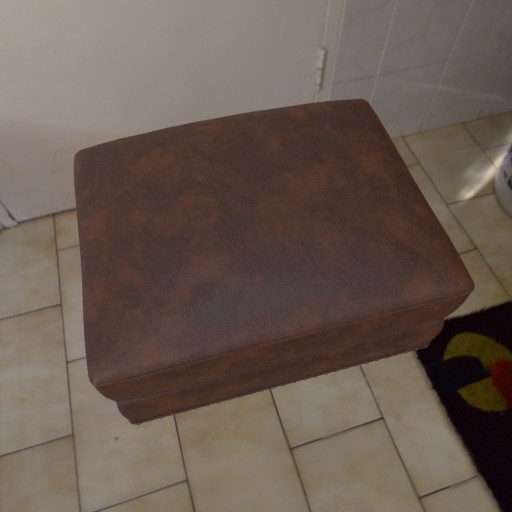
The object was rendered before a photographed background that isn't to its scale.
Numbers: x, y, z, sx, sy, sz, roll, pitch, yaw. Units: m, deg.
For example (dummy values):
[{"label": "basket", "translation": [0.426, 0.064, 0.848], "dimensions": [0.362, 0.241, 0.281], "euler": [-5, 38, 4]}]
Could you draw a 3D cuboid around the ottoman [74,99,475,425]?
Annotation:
[{"label": "ottoman", "translation": [0.000, 0.000, 1.084], "dimensions": [0.742, 0.486, 0.586], "euler": [-13, 60, -8]}]
